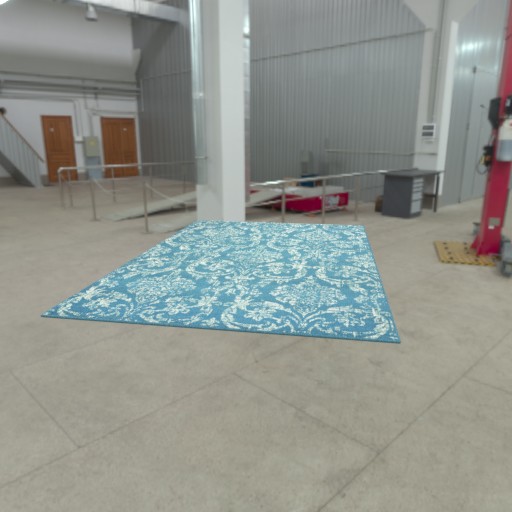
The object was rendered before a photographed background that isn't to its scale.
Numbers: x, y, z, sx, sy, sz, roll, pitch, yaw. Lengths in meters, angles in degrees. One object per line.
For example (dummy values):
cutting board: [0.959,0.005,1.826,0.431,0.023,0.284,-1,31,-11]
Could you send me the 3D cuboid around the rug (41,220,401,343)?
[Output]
rug: [0.000,0.000,3.472,1.816,0.018,2.746,3,15,9]
